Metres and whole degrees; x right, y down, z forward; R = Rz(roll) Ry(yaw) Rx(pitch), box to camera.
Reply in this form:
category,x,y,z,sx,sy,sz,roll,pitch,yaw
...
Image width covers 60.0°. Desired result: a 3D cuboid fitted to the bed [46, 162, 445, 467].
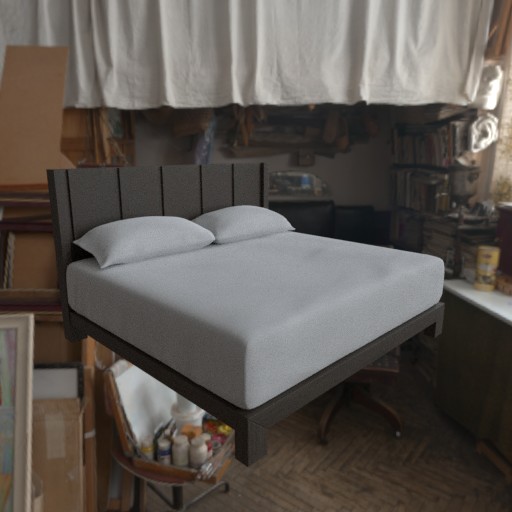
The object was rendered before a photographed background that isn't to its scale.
category,x,y,z,sx,sy,sz,roll,pitch,yaw
bed,0.000,0.000,3.292,2.012,1.270,2.134,13,19,43
